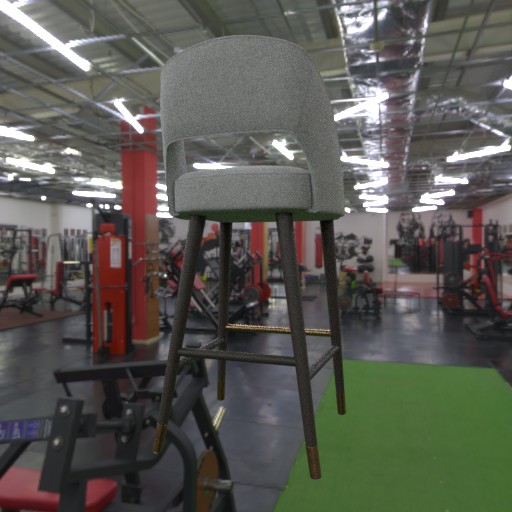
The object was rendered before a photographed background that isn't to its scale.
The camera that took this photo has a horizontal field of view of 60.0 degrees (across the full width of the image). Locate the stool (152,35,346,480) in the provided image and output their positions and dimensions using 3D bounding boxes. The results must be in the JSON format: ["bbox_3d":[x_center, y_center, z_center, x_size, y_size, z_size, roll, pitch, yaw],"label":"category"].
[{"bbox_3d":[0.000,0.000,1.281,0.494,1.037,0.509,0,1,19],"label":"stool"}]
